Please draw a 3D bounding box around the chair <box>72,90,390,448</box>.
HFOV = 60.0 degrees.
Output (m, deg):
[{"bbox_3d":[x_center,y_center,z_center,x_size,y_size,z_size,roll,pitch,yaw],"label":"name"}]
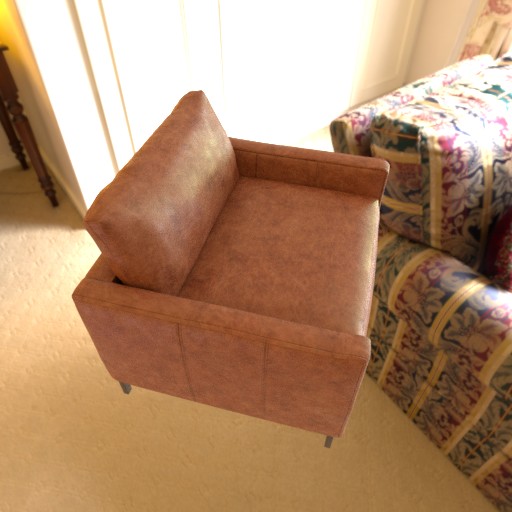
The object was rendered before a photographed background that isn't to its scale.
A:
[{"bbox_3d":[0.000,0.000,1.629,0.862,0.869,0.967,11,47,10],"label":"chair"}]
